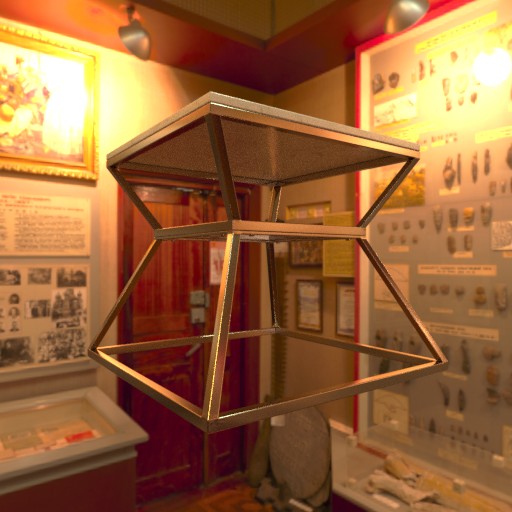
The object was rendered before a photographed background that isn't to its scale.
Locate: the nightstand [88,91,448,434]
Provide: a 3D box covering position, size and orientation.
[{"bbox_3d":[0.000,0.000,0.885,0.513,0.426,0.514,0,0,-36],"label":"nightstand"}]
